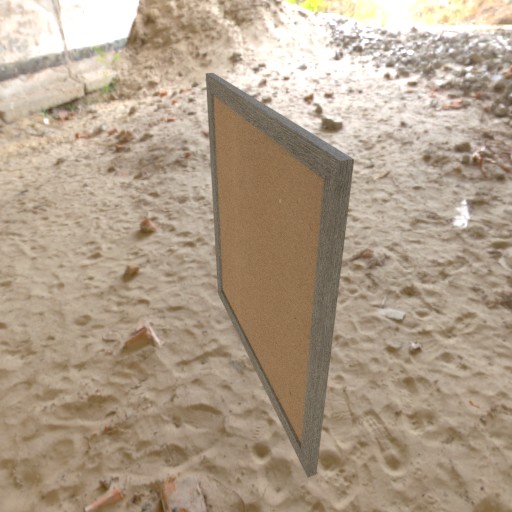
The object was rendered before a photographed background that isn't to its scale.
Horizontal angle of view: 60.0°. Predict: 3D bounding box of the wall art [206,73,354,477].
[{"bbox_3d":[0.000,0.000,1.020,0.020,0.685,0.685,-11,33,-17],"label":"wall art"}]
